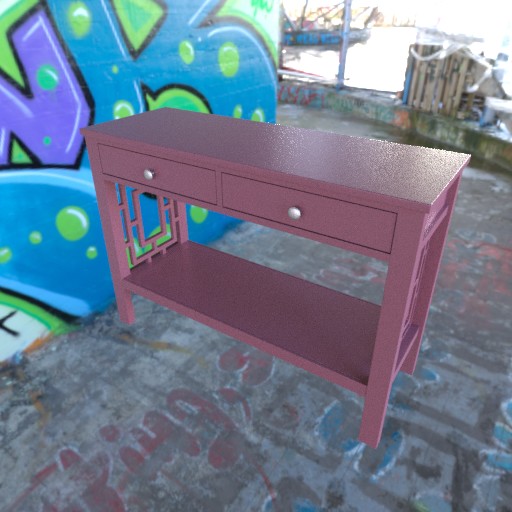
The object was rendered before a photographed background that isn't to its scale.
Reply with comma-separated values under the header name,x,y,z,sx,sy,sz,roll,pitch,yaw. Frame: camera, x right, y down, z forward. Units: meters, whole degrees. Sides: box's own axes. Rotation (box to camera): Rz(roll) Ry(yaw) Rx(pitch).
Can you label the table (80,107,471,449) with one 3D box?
name,x,y,z,sx,sy,sz,roll,pitch,yaw
table,0.000,0.000,1.443,1.068,0.753,0.397,18,35,28
